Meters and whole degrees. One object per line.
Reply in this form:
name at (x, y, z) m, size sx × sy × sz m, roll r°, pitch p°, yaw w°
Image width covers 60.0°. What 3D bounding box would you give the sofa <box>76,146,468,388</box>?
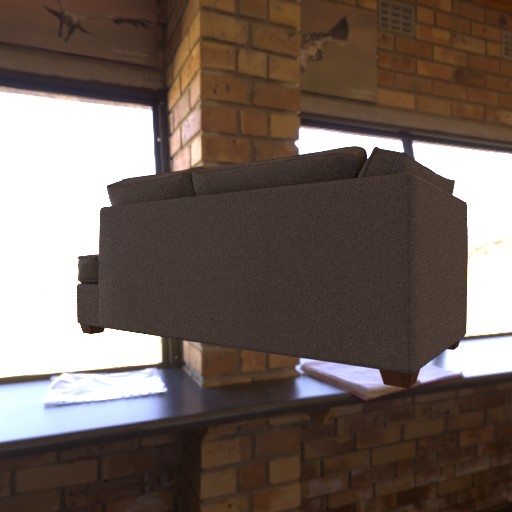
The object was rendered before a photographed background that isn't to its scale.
sofa at (0.000, 0.000, 2.747) m, size 2.237 × 1.033 × 1.110 m, roll 0°, pitch 0°, yaw 36°
